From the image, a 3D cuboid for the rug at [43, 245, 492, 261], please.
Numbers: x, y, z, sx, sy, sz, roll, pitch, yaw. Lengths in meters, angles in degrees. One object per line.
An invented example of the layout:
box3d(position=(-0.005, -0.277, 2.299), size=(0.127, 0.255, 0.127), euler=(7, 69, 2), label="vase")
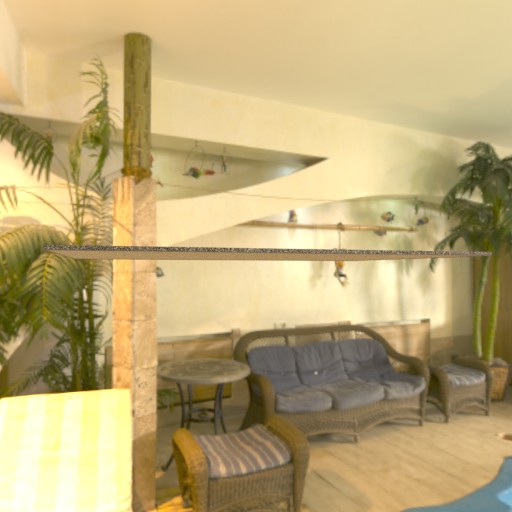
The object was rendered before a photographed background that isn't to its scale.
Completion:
box3d(position=(0.000, 0.000, 3.357), size=(2.699, 0.026, 1.802), euler=(1, -2, -18), label="rug")
